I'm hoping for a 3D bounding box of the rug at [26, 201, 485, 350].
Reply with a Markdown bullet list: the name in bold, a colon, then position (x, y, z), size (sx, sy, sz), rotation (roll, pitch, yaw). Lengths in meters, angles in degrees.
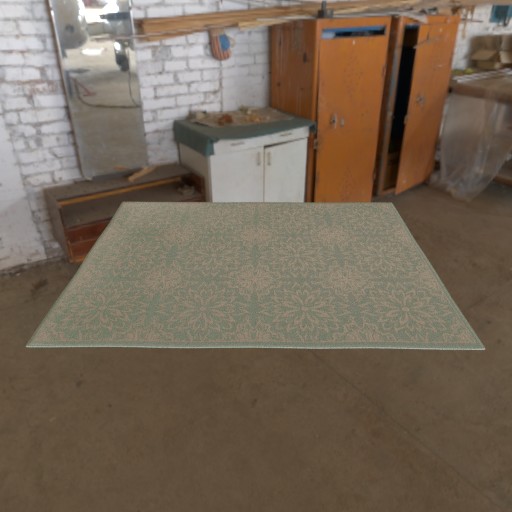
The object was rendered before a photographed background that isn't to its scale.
- **rug**: position (0.000, 0.000, 3.888), size (2.980, 0.012, 2.363), rotation (0, 30, 0)
